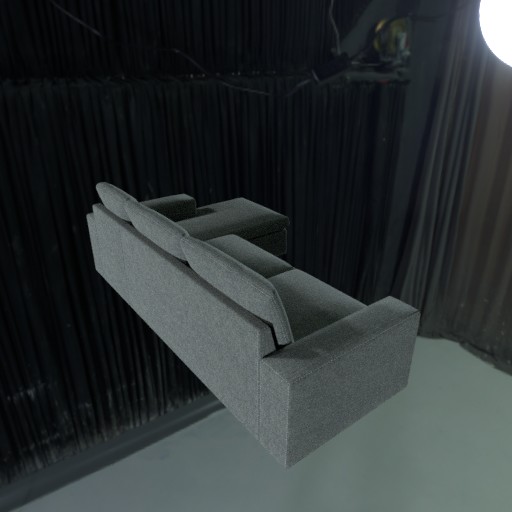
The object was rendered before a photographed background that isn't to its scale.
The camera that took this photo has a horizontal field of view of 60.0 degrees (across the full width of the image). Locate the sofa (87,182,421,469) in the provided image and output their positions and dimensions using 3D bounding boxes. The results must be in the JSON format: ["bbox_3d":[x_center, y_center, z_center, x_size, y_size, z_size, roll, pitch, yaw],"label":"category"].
[{"bbox_3d":[0.000,0.000,3.440,1.689,0.940,2.718,-18,31,-33],"label":"sofa"}]
